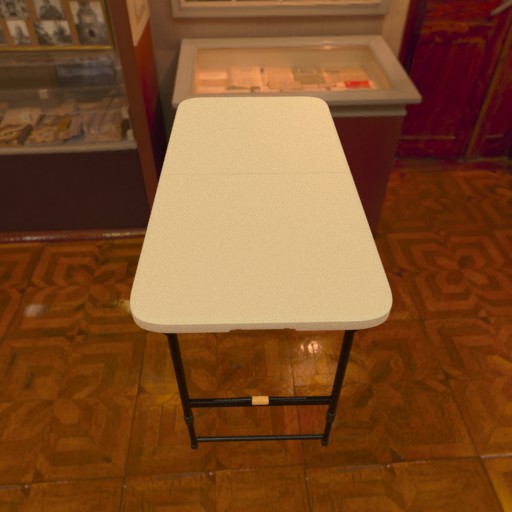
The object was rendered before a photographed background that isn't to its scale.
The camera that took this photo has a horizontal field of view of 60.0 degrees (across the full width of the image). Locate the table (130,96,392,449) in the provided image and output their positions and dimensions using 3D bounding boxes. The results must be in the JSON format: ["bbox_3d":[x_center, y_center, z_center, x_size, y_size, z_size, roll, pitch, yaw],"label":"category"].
[{"bbox_3d":[0.000,0.000,1.676,0.611,0.737,1.245,-1,42,-1],"label":"table"}]
